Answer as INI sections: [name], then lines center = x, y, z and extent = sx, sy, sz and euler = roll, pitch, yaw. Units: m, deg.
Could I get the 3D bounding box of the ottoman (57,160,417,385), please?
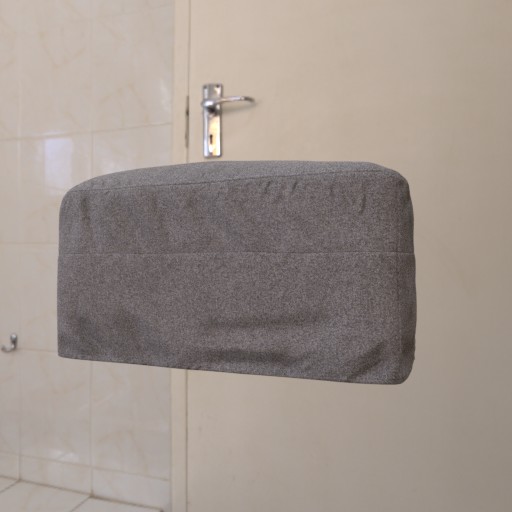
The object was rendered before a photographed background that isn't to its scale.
[ottoman]
center = 0.000, 0.000, 1.232
extent = 0.837, 0.481, 0.683
euler = 0, 0, 19
